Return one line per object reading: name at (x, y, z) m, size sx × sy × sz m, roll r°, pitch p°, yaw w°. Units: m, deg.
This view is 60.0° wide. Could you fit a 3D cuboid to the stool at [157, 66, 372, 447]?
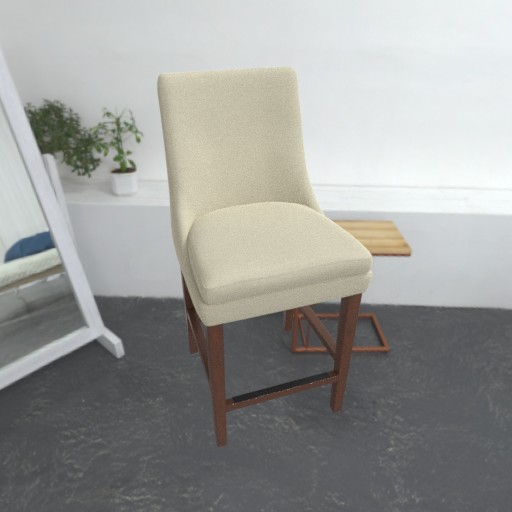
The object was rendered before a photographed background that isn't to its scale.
stool at (0.000, 0.000, 1.344) m, size 0.470 × 0.981 × 0.577 m, roll -10°, pitch 33°, yaw -16°
